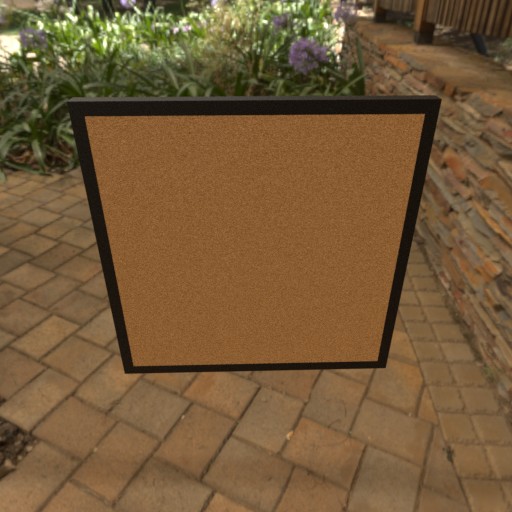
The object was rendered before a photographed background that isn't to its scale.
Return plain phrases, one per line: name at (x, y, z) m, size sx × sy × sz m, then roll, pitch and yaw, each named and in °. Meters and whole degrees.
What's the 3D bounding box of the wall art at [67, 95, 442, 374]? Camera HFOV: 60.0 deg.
wall art at (0.000, 0.000, 1.113) m, size 0.762 × 0.762 × 0.038 m, roll -1°, pitch 31°, yaw -1°
